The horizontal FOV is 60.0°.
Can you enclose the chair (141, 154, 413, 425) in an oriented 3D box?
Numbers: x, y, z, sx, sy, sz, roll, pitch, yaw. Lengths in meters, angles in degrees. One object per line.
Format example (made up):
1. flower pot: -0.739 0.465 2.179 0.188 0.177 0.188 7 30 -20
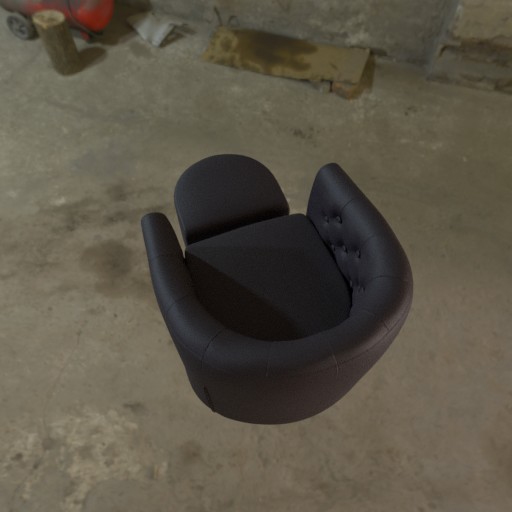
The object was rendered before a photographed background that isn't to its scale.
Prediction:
1. chair: 0.000 0.000 1.683 0.763 0.760 1.191 -17 59 -10
